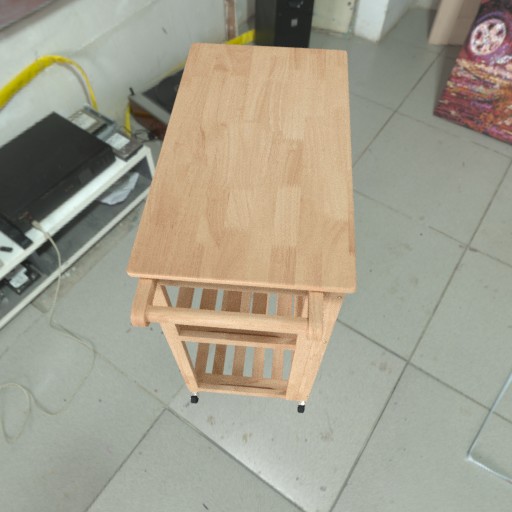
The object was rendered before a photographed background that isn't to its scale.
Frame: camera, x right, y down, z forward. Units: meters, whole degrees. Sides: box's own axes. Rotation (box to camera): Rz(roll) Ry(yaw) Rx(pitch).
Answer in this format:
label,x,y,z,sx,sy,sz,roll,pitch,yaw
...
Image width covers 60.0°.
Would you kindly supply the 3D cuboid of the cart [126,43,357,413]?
label,x,y,z,sx,sy,sz,roll,pitch,yaw
cart,0.000,0.000,1.371,0.432,0.879,0.853,4,57,3
